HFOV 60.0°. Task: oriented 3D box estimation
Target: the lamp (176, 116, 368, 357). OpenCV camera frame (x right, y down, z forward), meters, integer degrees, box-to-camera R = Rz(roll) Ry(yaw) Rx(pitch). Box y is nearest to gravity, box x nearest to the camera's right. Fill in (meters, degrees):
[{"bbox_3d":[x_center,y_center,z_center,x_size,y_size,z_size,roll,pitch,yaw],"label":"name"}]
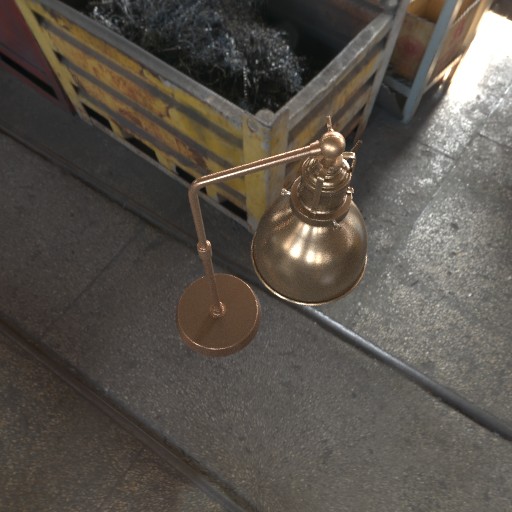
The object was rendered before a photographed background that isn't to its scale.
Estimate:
[{"bbox_3d":[0.000,0.000,0.586,0.286,0.456,0.153,0,63,0],"label":"lamp"}]
